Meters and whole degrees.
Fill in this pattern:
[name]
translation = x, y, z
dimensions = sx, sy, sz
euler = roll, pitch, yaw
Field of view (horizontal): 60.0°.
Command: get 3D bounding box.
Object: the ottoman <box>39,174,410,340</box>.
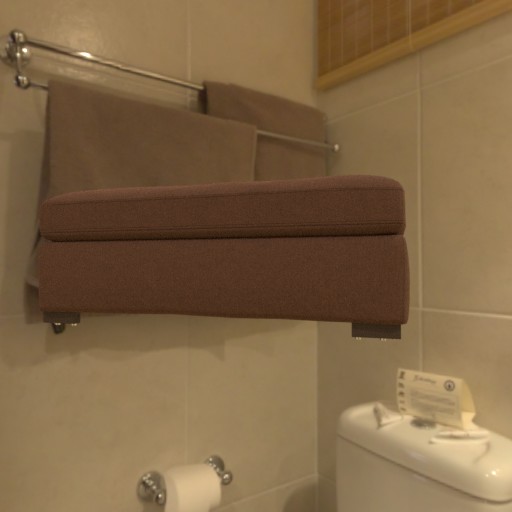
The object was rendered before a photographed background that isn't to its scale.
[ottoman]
translation = 0.000, 0.000, 1.842
dimensions = 1.181, 0.470, 1.181
euler = 0, -1, 17
